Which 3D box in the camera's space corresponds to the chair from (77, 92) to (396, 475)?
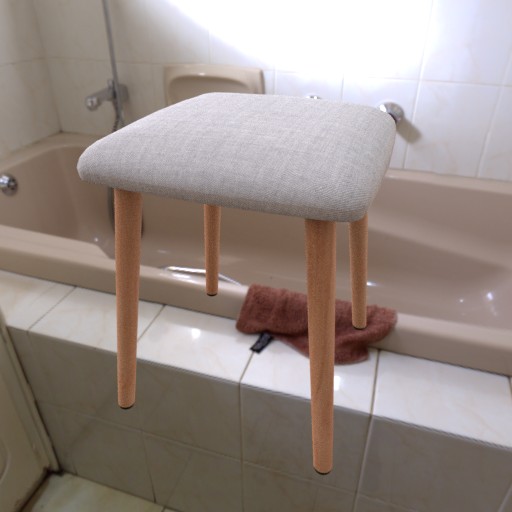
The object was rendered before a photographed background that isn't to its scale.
[{"bbox_3d":[0.000,0.000,0.681,0.350,0.440,0.350,11,33,17],"label":"chair"}]
